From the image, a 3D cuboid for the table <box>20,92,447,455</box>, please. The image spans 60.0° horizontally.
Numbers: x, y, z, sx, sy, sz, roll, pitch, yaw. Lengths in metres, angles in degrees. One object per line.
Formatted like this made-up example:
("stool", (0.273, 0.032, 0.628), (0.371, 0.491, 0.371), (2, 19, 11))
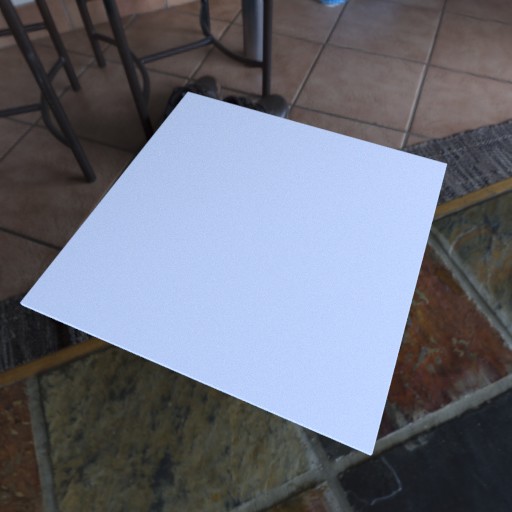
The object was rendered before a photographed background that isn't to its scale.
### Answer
("table", (0.000, 0.000, 1.351), (0.890, 0.305, 0.890), (19, 59, 12))
